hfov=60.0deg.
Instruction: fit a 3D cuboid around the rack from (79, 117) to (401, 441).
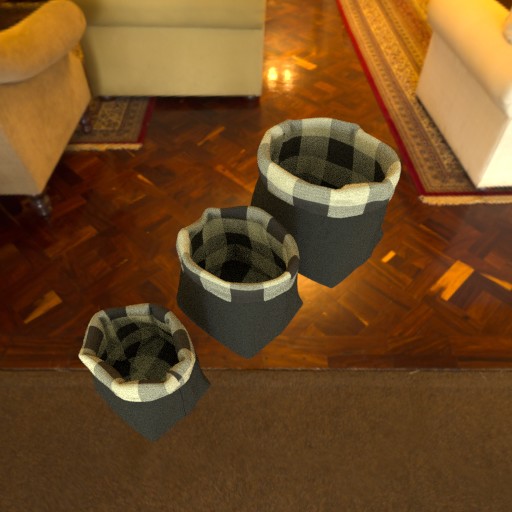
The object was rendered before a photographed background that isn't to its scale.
[{"bbox_3d":[0.000,0.000,1.073,0.370,0.329,0.889,32,55,26],"label":"rack"}]
